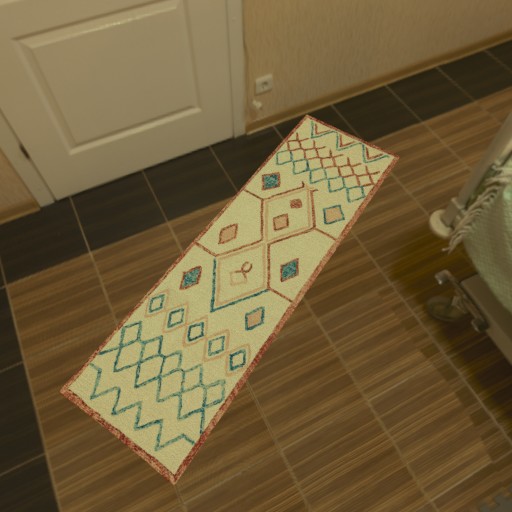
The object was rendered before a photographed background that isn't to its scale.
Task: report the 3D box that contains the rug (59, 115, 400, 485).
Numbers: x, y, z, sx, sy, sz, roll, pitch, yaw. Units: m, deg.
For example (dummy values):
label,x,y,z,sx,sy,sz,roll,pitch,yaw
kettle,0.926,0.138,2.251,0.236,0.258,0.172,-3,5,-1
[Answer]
label,x,y,z,sx,sy,sz,roll,pitch,yaw
rug,0.000,0.000,2.643,0.750,0.011,2.435,30,63,17
